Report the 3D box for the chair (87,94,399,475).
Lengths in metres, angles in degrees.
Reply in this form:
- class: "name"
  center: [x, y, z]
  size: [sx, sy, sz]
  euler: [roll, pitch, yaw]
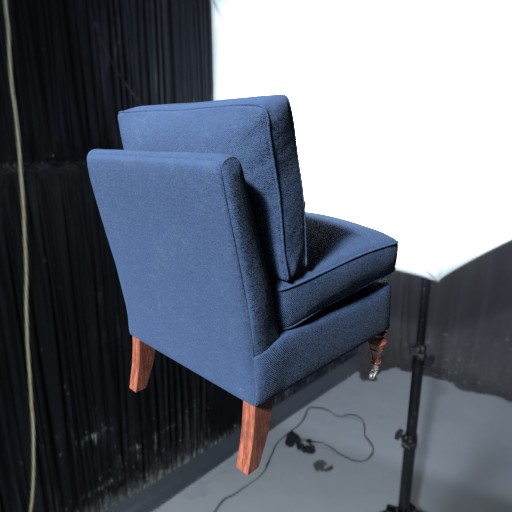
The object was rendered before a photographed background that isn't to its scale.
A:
- class: "chair"
  center: [0.000, 0.000, 1.625]
  size: [0.724, 1.052, 0.912]
  euler: [14, 21, 43]
